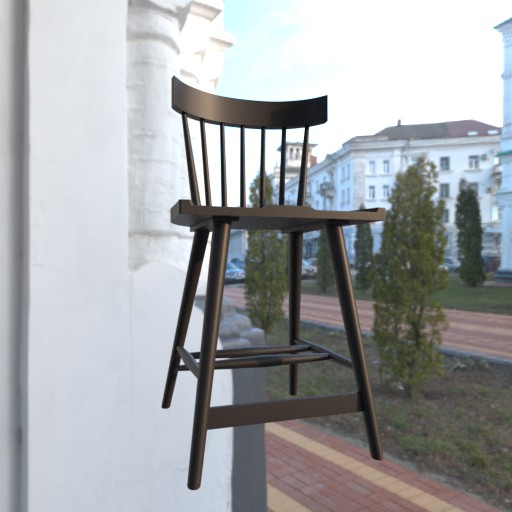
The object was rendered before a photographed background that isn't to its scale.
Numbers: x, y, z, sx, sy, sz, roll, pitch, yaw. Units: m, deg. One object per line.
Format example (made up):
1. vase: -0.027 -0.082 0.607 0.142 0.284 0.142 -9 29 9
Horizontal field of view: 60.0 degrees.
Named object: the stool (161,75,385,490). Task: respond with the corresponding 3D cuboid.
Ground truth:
1. stool: 0.000 0.000 1.227 0.494 0.953 0.549 0 -1 -18
